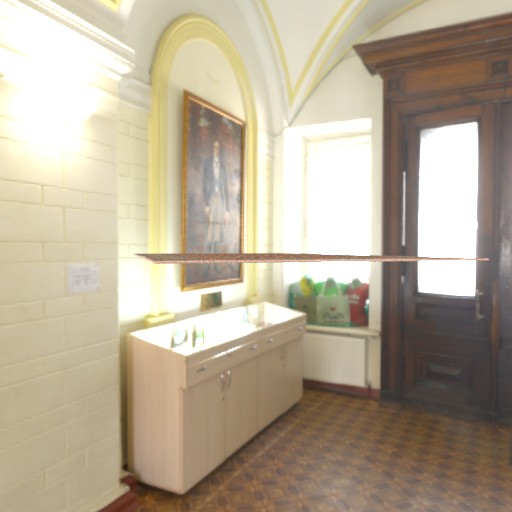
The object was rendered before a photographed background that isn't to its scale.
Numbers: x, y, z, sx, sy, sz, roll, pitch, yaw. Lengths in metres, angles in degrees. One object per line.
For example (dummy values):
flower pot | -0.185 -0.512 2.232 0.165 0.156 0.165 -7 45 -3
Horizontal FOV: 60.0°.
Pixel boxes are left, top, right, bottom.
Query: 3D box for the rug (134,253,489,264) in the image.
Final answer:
rug | 0.000 0.000 3.001 1.533 0.011 2.439 0 1 -17
